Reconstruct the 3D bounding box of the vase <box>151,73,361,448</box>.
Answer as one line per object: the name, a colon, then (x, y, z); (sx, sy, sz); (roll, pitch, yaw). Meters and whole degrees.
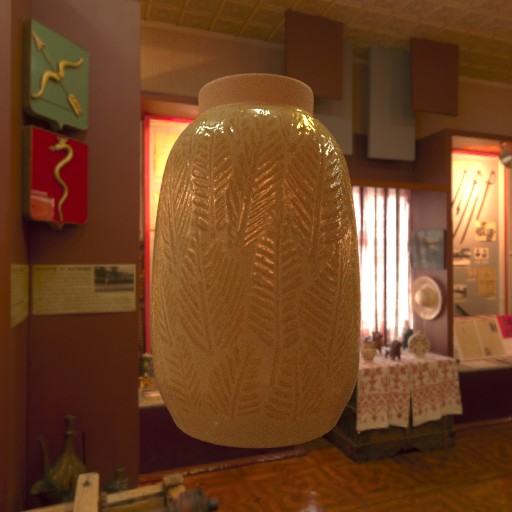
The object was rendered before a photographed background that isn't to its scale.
vase: (0.000, 0.000, 0.374); (0.172, 0.270, 0.172); (0, -1, 0)
